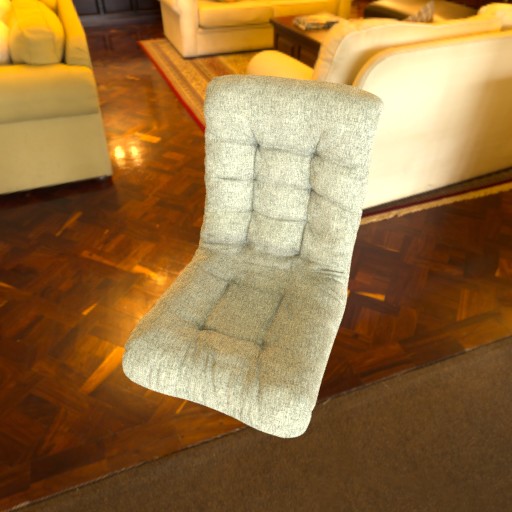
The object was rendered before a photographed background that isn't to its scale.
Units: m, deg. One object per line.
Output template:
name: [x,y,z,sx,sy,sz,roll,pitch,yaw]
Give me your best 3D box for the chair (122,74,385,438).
chair: [0.000,0.000,0.959,0.400,0.600,0.583,13,42,15]
